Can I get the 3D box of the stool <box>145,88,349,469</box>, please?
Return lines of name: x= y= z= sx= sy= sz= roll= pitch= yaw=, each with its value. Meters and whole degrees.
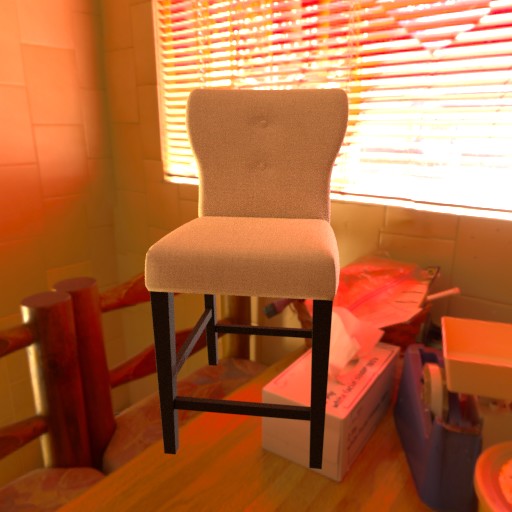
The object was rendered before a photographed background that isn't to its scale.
stool: x=0.000 y=0.000 z=1.299 sx=0.514 sy=0.972 sz=0.603 roll=2 pitch=16 yaw=8
